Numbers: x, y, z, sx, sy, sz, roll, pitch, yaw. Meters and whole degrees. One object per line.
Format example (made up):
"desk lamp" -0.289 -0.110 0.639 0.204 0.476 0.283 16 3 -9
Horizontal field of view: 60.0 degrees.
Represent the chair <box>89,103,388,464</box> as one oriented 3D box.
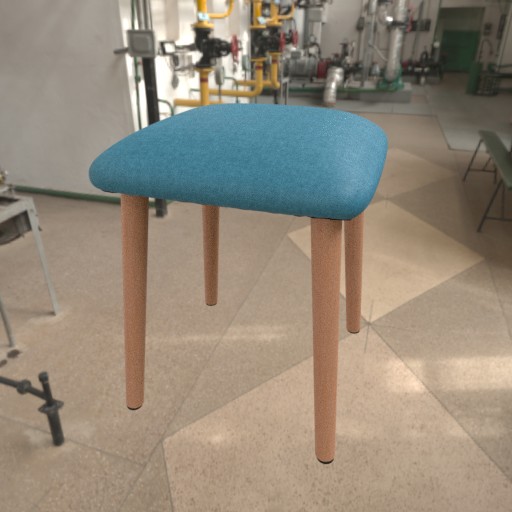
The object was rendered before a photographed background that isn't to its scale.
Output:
"chair" 0.000 0.000 0.718 0.360 0.450 0.360 9 29 16
